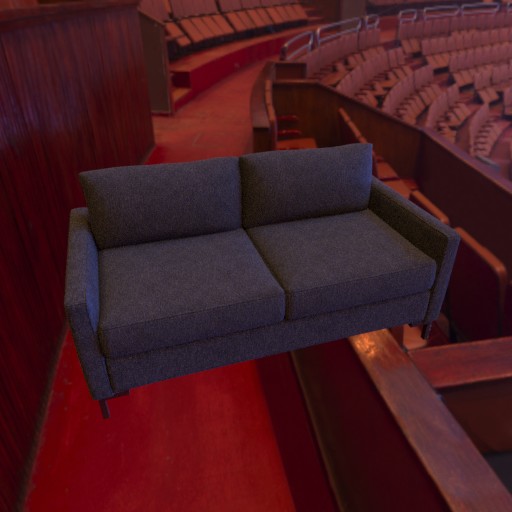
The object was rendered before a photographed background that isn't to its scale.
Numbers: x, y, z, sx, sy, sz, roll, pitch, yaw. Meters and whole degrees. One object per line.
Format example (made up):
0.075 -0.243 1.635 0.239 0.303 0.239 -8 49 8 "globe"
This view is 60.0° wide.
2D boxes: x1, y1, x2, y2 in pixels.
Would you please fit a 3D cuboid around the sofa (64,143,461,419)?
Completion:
0.000 0.000 2.207 1.716 0.862 0.866 -10 33 -15 "sofa"
